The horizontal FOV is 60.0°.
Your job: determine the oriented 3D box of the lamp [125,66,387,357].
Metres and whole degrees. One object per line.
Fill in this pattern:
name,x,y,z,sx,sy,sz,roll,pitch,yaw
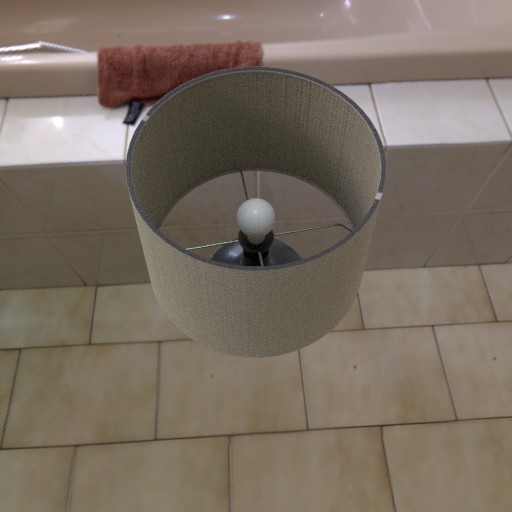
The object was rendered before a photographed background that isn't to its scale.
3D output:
lamp,0.000,0.000,0.793,0.376,0.540,0.376,0,62,0
